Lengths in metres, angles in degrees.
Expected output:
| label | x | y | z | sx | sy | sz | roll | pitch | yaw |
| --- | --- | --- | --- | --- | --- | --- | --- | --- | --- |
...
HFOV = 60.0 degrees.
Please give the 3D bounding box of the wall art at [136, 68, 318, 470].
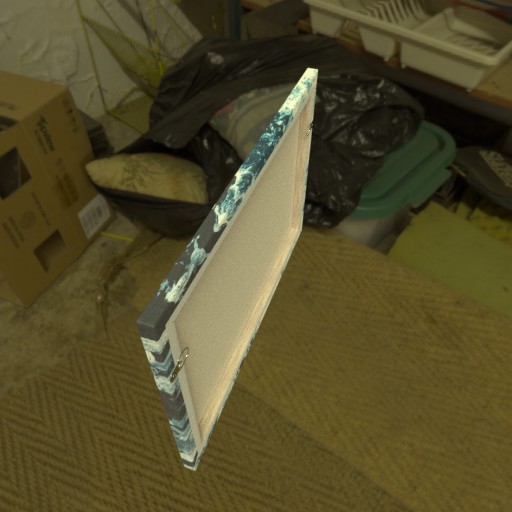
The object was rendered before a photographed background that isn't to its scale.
| label | x | y | z | sx | sy | sz | roll | pitch | yaw |
| --- | --- | --- | --- | --- | --- | --- | --- | --- | --- |
| wall art | 0.000 | 0.000 | 1.924 | 0.055 | 1.017 | 1.524 | 15 | 48 | 14 |
